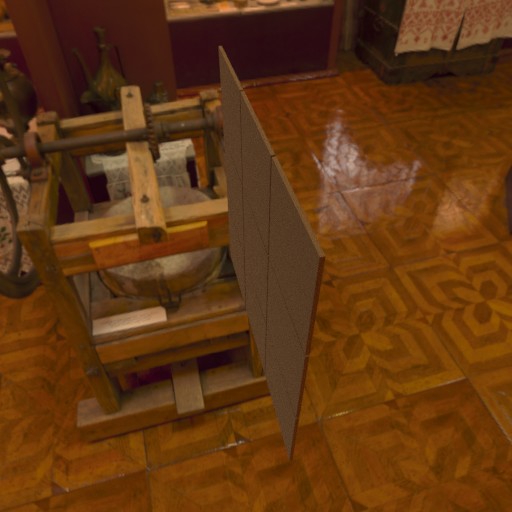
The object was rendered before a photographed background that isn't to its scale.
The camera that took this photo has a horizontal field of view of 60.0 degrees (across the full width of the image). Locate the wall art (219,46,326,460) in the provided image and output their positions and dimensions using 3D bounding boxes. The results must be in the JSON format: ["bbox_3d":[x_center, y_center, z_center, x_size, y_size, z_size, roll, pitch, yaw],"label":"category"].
[{"bbox_3d":[0.000,0.000,1.812,0.013,1.216,1.216,-10,47,-10],"label":"wall art"}]
